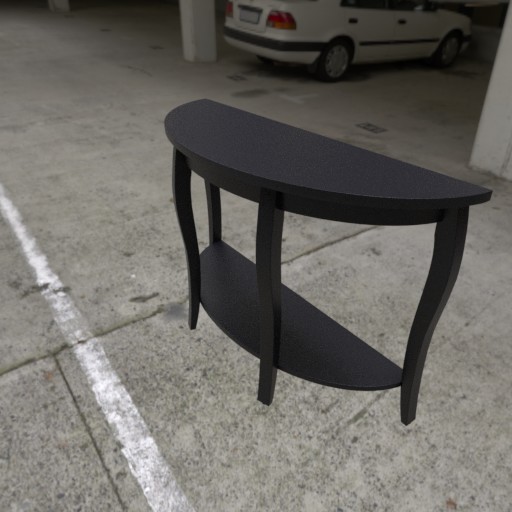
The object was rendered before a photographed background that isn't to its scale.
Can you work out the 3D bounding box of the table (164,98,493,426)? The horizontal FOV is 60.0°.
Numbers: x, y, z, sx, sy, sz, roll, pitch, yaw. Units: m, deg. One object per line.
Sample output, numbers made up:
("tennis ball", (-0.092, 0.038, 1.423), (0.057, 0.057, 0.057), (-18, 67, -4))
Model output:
("table", (0.000, 0.000, 1.493), (0.394, 0.780, 1.219), (-21, 36, -31))
